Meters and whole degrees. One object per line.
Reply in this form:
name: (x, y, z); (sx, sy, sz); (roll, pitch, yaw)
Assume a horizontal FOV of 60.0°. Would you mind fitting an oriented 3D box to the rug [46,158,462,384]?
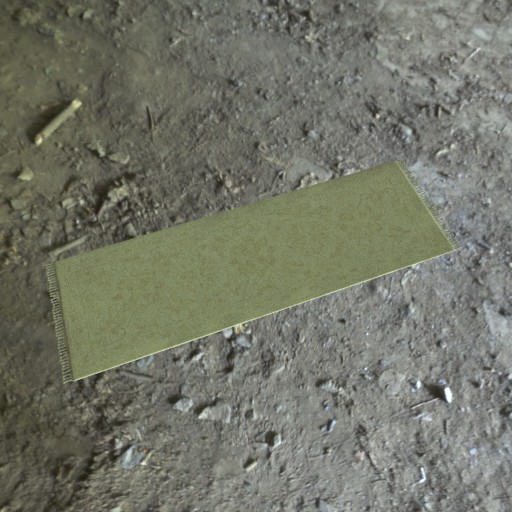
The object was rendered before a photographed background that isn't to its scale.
rug: (0.000, 0.000, 2.833); (2.544, 0.015, 0.795); (-18, 63, -9)
